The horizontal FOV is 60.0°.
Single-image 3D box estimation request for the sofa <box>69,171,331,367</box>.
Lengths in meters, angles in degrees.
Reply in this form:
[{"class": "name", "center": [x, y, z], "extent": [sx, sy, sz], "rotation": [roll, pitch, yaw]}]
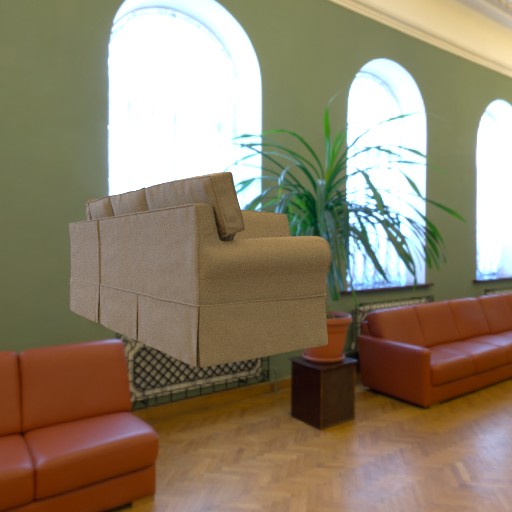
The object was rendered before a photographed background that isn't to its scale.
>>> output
[{"class": "sofa", "center": [0.000, 0.000, 4.205], "extent": [2.733, 1.124, 2.730], "rotation": [-1, 2, -36]}]
